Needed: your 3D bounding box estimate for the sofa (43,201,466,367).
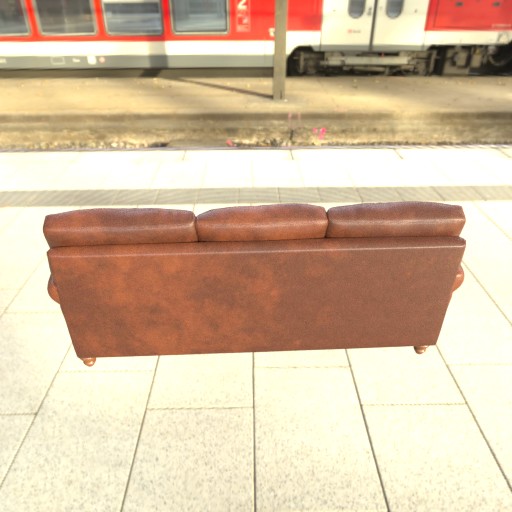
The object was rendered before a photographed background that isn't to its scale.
[{"bbox_3d":[0.000,0.000,2.830,2.351,0.977,0.973,-2,32,-2],"label":"sofa"}]
